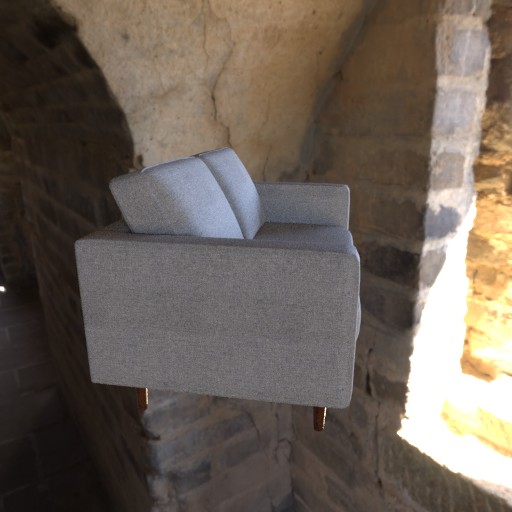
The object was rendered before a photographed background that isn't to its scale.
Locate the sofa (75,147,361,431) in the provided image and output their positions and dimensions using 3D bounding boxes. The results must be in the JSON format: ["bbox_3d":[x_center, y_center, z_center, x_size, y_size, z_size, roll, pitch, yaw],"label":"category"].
[{"bbox_3d":[0.000,0.000,2.188,0.969,0.973,1.527,3,17,10],"label":"sofa"}]
